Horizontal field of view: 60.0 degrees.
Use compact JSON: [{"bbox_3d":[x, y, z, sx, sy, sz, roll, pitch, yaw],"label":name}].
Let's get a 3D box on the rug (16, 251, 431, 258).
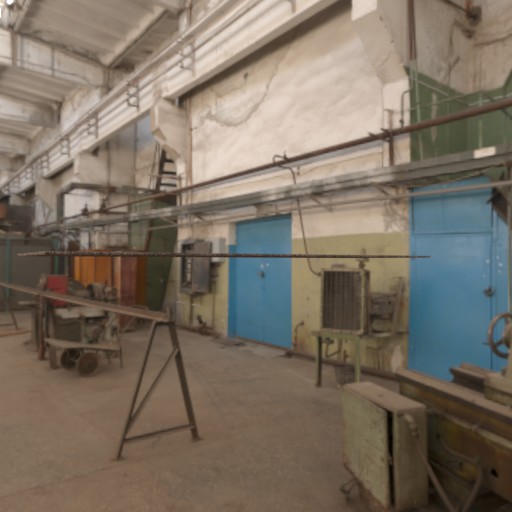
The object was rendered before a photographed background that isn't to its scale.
[{"bbox_3d":[0.000,0.000,2.483,2.296,0.011,0.691,0,-1,-35],"label":"rug"}]
